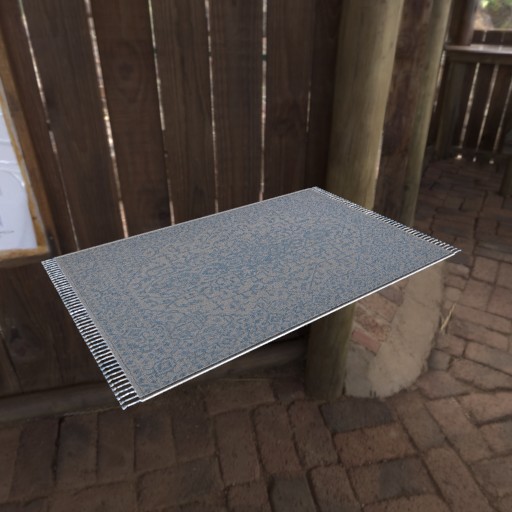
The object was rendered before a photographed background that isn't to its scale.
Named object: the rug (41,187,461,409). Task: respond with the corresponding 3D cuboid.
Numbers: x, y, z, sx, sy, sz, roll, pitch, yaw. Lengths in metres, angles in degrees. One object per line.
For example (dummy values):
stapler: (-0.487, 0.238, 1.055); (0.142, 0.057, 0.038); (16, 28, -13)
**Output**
rug: (0.000, 0.000, 3.028); (2.438, 0.010, 1.524); (-19, 35, -30)
